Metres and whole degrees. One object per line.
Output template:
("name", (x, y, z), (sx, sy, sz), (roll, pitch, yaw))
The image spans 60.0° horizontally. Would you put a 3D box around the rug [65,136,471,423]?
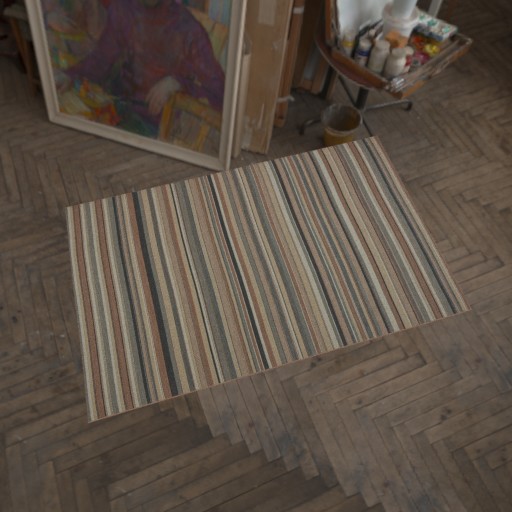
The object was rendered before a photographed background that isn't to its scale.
("rug", (0.000, 0.000, 3.018), (2.438, 0.014, 1.523), (-15, 64, -7))
